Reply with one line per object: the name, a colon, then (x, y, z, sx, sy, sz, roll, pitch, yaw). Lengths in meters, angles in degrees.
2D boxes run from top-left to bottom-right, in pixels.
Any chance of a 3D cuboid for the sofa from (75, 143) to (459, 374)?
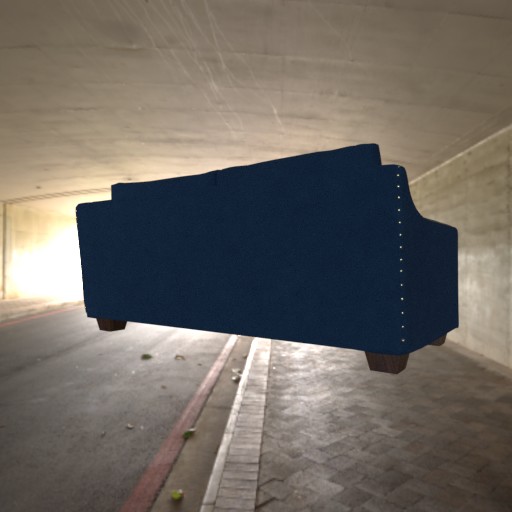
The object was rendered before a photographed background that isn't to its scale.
sofa: (0.000, 0.000, 2.711, 2.107, 0.983, 1.104, 0, -1, 35)
